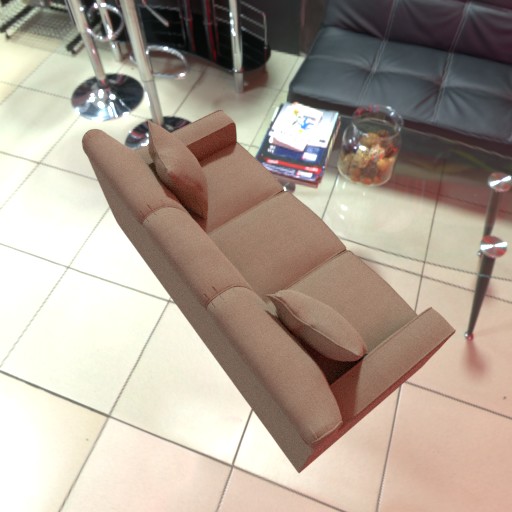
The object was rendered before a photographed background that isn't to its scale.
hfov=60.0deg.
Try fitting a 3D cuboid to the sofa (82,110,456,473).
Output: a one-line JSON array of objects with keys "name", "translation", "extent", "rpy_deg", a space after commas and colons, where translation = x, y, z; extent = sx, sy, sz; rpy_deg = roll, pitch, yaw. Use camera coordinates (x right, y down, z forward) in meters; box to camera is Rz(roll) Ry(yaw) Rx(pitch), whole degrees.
[{"name": "sofa", "translation": [0.000, 0.000, 2.548], "extent": [0.997, 0.958, 2.024], "rpy_deg": [-32, 63, -19]}]
